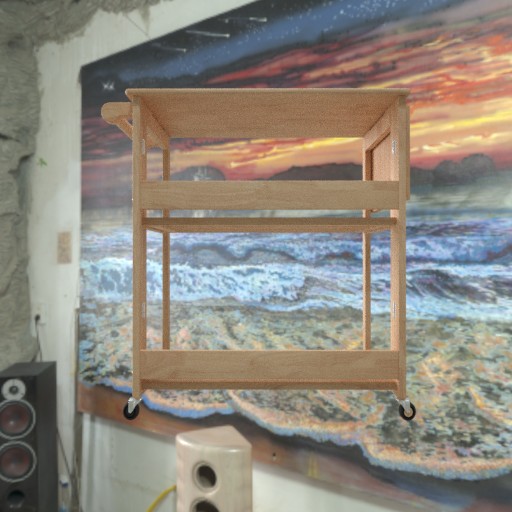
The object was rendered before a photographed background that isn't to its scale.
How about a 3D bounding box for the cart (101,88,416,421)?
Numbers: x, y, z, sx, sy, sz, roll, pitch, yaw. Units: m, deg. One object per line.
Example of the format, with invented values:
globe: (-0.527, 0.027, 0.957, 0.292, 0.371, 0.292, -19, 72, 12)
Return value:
cart: (0.000, 0.000, 1.375, 0.853, 0.879, 0.432, 0, 0, 0)
